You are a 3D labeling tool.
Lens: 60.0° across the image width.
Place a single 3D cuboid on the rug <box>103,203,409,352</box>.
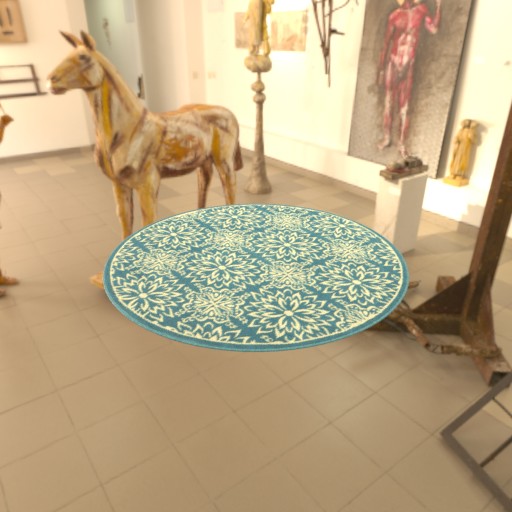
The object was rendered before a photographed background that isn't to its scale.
[{"bbox_3d":[0.000,0.000,2.411,1.593,0.012,1.593,0,27,0],"label":"rug"}]
